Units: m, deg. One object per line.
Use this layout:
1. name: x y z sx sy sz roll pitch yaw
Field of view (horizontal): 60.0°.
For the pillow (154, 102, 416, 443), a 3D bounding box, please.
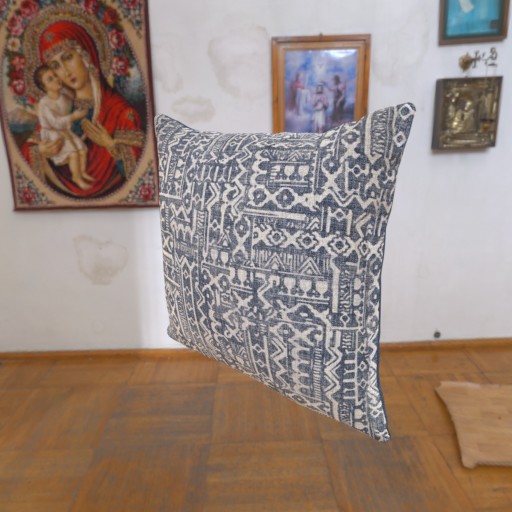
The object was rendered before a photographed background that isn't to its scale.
1. pillow: 0.000 0.000 0.771 0.546 0.487 0.180 15 21 41
